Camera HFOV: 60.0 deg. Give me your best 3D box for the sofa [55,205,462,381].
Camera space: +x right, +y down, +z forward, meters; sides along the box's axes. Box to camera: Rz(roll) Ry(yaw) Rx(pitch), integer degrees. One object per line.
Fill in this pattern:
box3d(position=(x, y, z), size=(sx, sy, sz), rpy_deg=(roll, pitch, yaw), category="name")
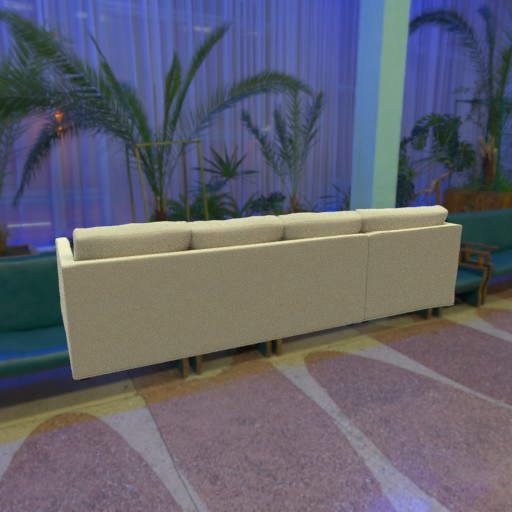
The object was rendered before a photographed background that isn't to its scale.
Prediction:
box3d(position=(0.000, 0.000, 3.908), size=(3.205, 0.922, 1.650), rpy_deg=(-6, 15, -25), category="sofa")
